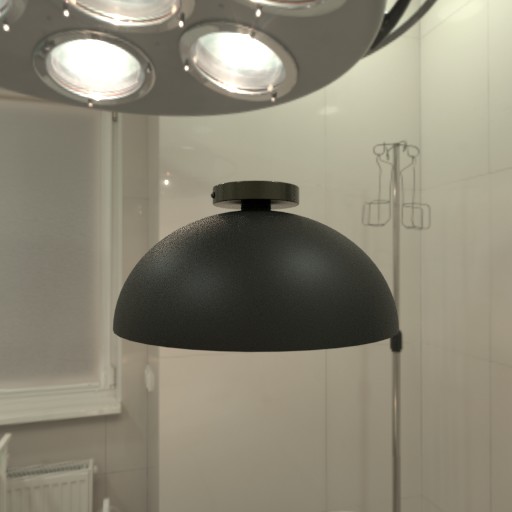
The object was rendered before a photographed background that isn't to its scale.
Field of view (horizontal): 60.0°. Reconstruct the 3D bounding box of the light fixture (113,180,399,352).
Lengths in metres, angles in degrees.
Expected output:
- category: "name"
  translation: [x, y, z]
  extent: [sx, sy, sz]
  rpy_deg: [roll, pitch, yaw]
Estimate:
- category: "light fixture"
  translation: [0.000, 0.000, 0.578]
  extent: [0.355, 0.177, 0.355]
  rpy_deg: [0, -1, 0]
